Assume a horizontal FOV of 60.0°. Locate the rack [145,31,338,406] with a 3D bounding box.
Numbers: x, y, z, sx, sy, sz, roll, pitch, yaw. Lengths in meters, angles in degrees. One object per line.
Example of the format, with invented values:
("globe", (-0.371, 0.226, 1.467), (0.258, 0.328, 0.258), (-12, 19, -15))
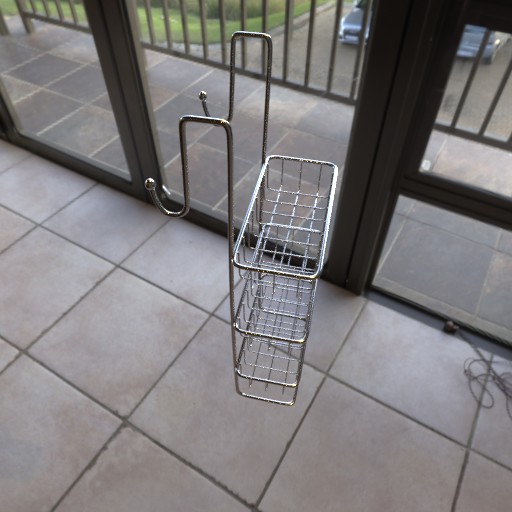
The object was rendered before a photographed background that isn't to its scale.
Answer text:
("rack", (0.000, 0.000, 0.674), (0.202, 0.574, 0.228), (9, 49, 8))
